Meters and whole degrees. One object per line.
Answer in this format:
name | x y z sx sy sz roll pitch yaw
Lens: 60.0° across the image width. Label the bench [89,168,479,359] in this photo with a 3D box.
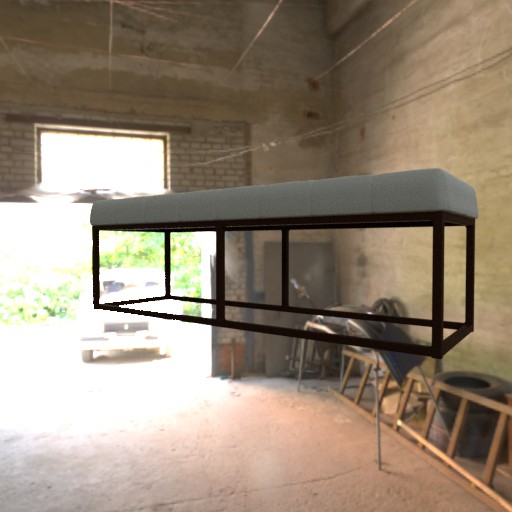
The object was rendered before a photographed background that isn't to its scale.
bench | 0.000 0.000 1.711 1.488 0.488 0.479 1 2 36
